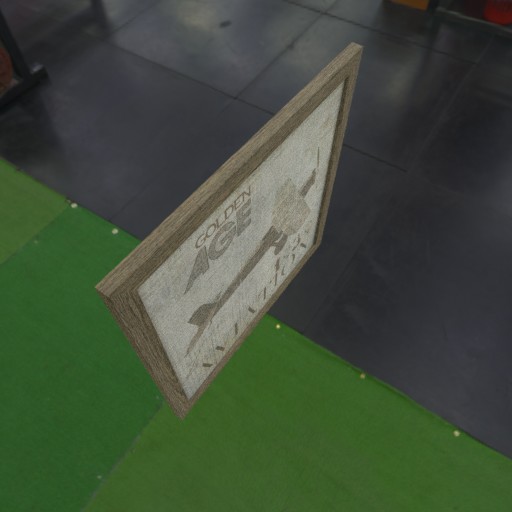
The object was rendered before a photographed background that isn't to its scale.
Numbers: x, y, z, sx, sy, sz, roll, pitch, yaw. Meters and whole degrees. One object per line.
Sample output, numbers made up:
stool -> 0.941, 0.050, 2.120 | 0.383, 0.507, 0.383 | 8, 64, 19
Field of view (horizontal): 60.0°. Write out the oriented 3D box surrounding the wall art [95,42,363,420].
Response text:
wall art -> 0.000, 0.000, 0.751 | 0.019, 0.508, 0.508 | 31, 62, 19
